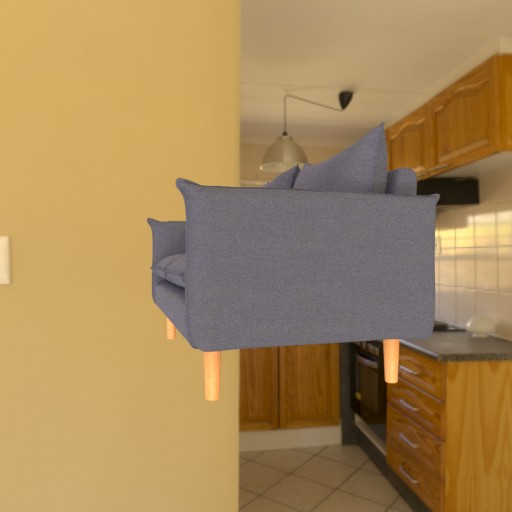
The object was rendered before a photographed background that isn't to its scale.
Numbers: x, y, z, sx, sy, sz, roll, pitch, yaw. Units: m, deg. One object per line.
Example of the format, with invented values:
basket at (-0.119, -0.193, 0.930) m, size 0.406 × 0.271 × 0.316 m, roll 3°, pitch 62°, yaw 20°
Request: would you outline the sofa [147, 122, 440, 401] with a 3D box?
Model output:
sofa at (0.000, 0.000, 1.866) m, size 0.820 × 0.840 × 1.300 m, roll 0°, pitch 0°, yaw -17°
